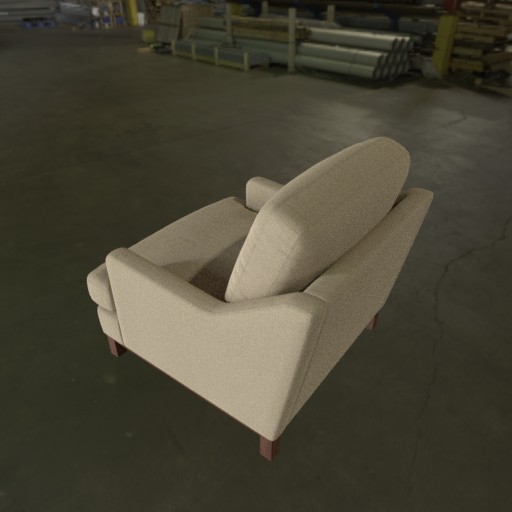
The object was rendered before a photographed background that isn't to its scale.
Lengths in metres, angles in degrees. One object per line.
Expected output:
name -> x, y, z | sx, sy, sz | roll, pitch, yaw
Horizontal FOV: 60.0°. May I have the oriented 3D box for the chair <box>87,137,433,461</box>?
chair -> 0.000, 0.000, 1.724 | 1.001, 0.916, 0.912 | 22, 39, 30
